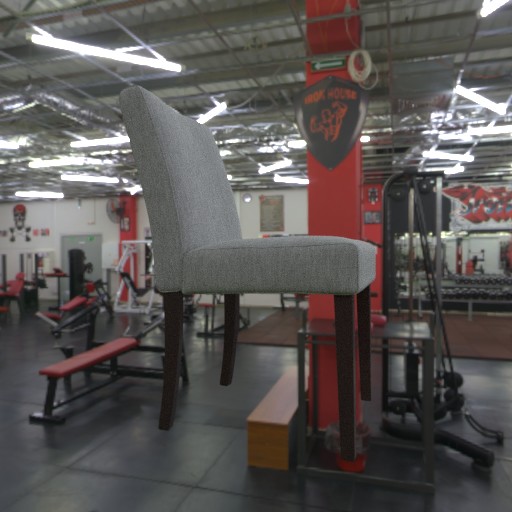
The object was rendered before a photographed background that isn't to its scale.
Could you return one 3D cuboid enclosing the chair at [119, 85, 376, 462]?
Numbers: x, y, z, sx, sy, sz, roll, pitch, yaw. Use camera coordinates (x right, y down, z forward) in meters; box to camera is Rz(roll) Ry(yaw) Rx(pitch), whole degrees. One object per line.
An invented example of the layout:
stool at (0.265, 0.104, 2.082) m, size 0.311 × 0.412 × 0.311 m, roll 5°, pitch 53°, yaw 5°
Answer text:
chair at (0.000, 0.000, 1.254) m, size 0.629 × 0.884 × 0.487 m, roll 0°, pitch 1°, yaw 19°
